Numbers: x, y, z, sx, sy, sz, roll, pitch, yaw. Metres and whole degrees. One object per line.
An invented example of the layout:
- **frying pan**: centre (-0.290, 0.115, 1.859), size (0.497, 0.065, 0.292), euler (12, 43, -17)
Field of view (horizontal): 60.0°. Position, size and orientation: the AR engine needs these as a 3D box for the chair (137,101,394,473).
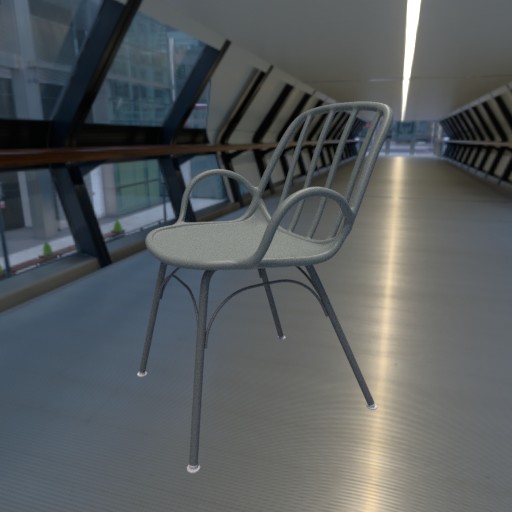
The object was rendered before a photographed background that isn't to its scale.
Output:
- **chair**: centre (0.000, 0.000, 1.220), size (0.597, 0.816, 0.549), euler (-8, 18, -27)
